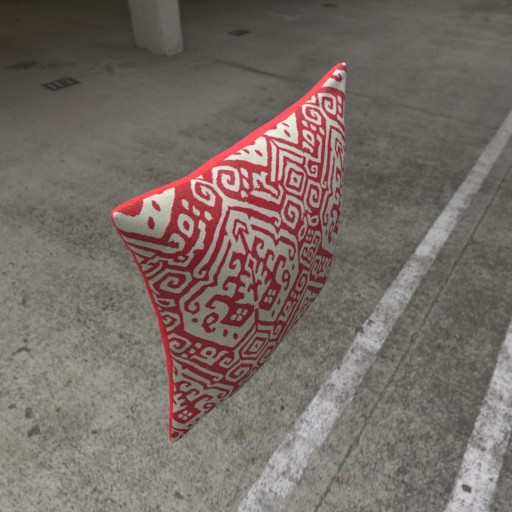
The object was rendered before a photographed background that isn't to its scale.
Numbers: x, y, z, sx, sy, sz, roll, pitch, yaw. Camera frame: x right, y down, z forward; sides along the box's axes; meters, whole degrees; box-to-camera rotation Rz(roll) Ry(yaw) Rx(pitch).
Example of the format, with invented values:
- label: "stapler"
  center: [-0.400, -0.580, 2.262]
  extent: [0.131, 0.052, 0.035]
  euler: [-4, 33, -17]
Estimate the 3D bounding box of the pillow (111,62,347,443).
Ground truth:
- label: "pillow"
  center: [0.000, 0.000, 0.769]
  extent: [0.192, 0.507, 0.522]
  euler: [25, 48, 25]
